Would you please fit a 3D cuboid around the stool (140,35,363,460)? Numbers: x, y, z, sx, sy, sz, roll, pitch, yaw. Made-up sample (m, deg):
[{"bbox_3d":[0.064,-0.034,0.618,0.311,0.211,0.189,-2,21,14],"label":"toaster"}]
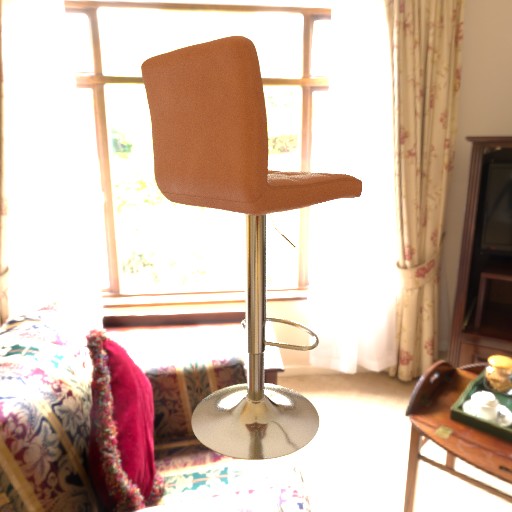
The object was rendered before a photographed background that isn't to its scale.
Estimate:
[{"bbox_3d":[0.000,0.000,1.350,0.505,1.115,0.430,-13,19,-43],"label":"stool"}]
